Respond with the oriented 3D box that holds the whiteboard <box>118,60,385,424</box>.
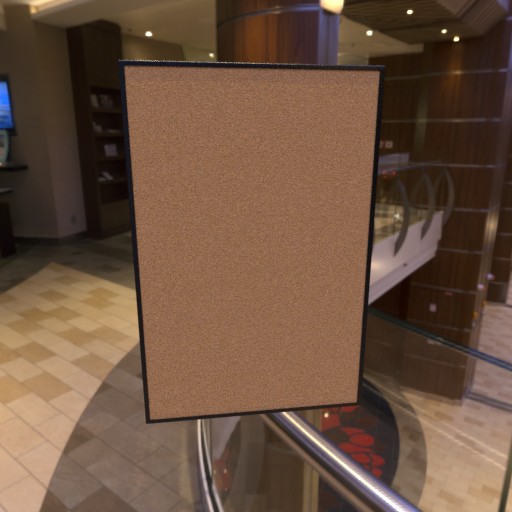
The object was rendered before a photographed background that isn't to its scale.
[{"bbox_3d":[0.000,0.000,0.761,0.406,0.611,0.026,-2,16,-8],"label":"whiteboard"}]
